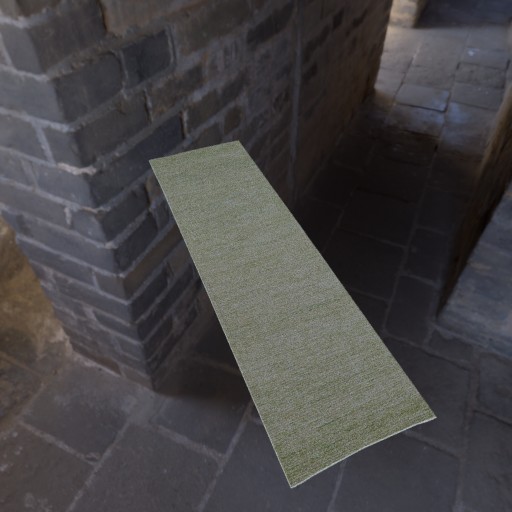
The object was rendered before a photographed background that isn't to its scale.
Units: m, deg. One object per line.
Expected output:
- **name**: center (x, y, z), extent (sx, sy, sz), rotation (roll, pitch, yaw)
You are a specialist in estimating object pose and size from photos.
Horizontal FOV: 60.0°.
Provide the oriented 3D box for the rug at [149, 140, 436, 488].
- **rug**: center (0.000, 0.000, 2.508), extent (0.686, 0.013, 2.340), rotation (-17, 49, -15)
